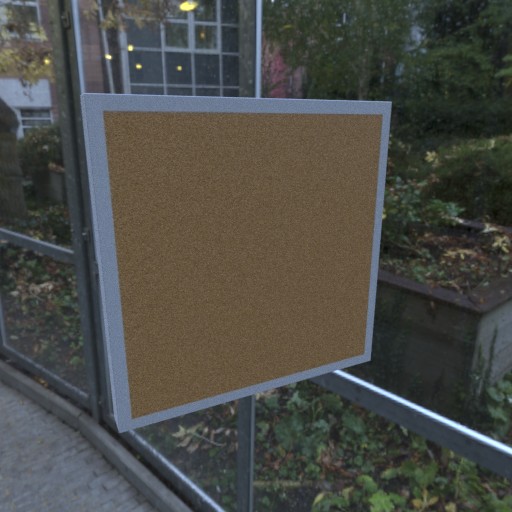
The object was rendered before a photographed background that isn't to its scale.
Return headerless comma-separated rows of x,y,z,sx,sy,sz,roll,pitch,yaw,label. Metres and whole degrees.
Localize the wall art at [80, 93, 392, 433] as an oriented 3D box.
0.000,0.000,0.608,0.406,0.406,0.038,-8,18,-25,wall art
